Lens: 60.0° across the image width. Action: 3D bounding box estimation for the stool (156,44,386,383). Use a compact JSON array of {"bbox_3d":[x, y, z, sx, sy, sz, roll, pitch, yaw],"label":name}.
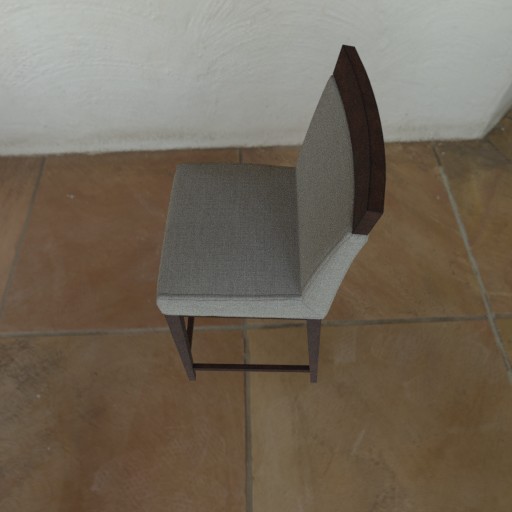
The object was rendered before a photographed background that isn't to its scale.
[{"bbox_3d":[0.000,0.000,1.404,0.531,1.117,0.511,1,58,1],"label":"stool"}]
